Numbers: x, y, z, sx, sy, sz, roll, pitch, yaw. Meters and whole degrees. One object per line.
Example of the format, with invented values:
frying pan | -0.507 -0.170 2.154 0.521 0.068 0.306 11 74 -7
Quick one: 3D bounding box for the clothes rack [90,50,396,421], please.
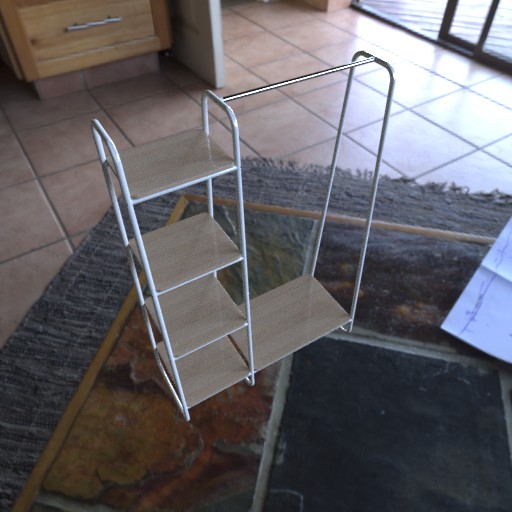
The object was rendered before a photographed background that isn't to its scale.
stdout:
clothes rack | 0.000 0.000 1.925 1.011 1.500 0.400 -23 50 -21
